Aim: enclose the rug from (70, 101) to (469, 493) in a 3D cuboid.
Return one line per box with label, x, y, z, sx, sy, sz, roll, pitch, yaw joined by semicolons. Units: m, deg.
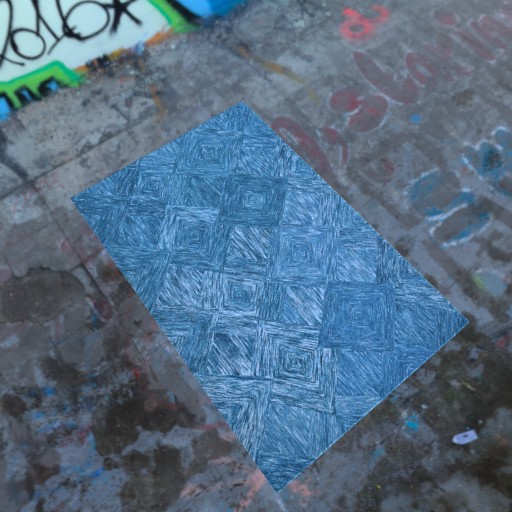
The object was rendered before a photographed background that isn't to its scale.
rug;0.000;0.000;2.867;1.490;0.015;2.277;-35;68;-16
